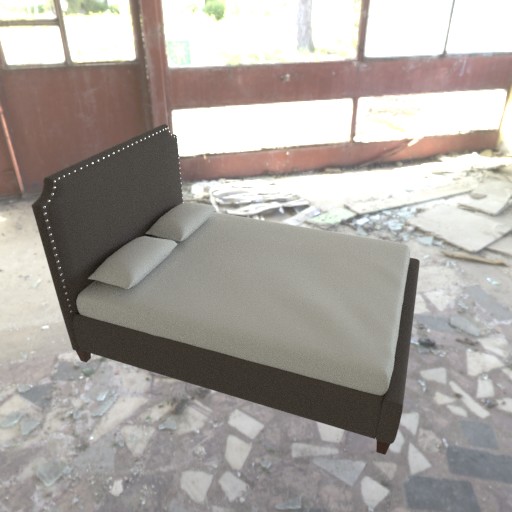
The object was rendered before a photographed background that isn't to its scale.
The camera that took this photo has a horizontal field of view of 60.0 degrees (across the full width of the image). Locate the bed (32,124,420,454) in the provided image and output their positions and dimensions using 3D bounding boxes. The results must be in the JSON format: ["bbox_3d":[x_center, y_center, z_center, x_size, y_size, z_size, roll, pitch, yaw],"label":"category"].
[{"bbox_3d":[0.000,0.000,3.342,2.372,1.443,1.713,11,32,18],"label":"bed"}]
